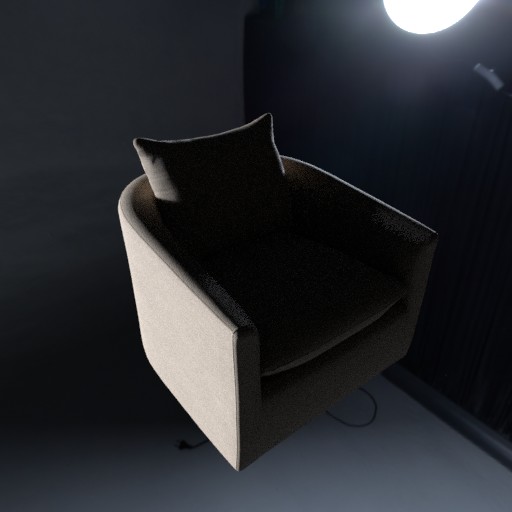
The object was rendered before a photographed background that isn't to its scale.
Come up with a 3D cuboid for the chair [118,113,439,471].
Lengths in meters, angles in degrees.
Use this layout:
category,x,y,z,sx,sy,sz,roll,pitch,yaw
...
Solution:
category,x,y,z,sx,sy,sz,roll,pitch,yaw
chair,0.000,0.000,1.607,0.845,0.848,0.910,-21,36,-32
